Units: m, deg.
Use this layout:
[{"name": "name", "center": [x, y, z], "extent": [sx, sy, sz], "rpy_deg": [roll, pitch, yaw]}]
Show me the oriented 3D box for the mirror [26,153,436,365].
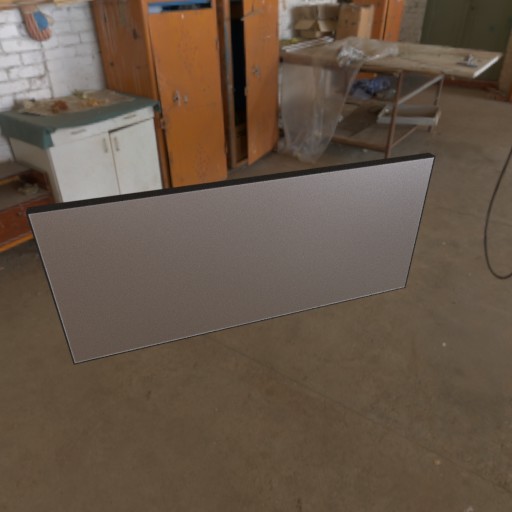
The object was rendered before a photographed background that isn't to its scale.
[{"name": "mirror", "center": [0.000, 0.000, 1.849], "extent": [1.584, 0.692, 0.047], "rpy_deg": [-11, 34, -16]}]
